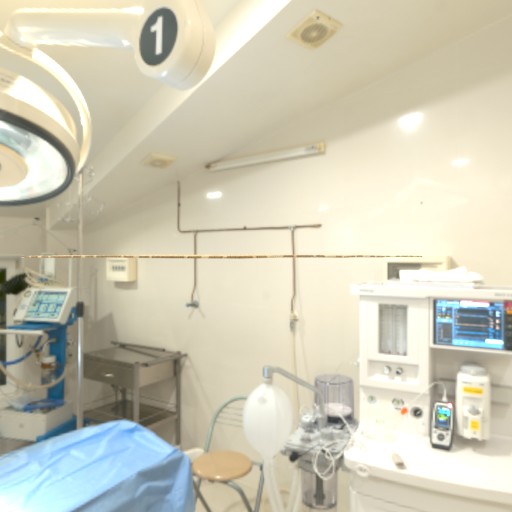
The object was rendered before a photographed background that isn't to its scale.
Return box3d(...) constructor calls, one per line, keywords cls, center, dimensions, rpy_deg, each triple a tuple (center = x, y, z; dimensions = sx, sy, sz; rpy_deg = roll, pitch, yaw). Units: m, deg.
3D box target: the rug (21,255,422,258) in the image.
box3d(cls="rug", center=(0.000, 0.000, 2.207), dimensions=(1.152, 0.013, 1.761), rpy_deg=(0, 0, 35))
